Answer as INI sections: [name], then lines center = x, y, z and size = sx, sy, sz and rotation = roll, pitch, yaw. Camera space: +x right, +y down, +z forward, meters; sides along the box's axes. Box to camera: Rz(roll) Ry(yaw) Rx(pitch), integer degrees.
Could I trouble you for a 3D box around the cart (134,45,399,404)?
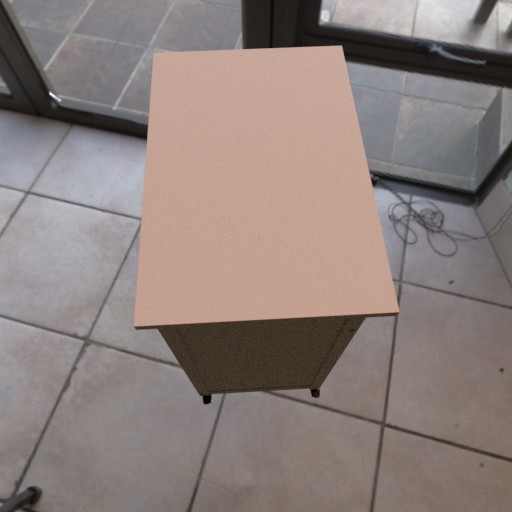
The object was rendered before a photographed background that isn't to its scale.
[cart]
center = 0.000, 0.000, 1.274
size = 0.442, 0.864, 0.683
rotation = -3, 63, -1
